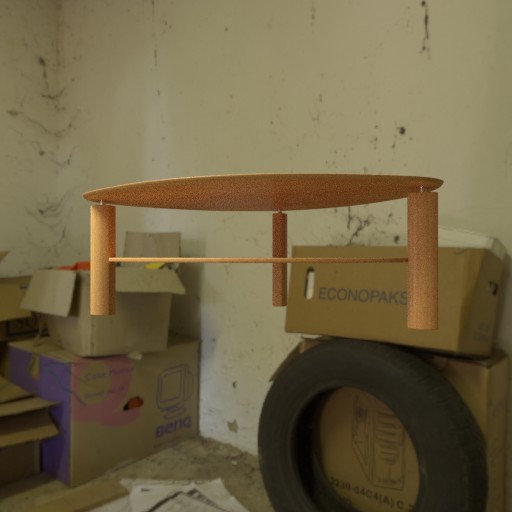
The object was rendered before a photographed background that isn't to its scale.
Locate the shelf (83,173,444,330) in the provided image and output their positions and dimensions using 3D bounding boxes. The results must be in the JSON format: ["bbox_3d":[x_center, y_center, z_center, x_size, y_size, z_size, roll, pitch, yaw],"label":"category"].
[{"bbox_3d":[0.000,0.000,1.620,1.246,0.440,0.845,0,0,17],"label":"shelf"}]
